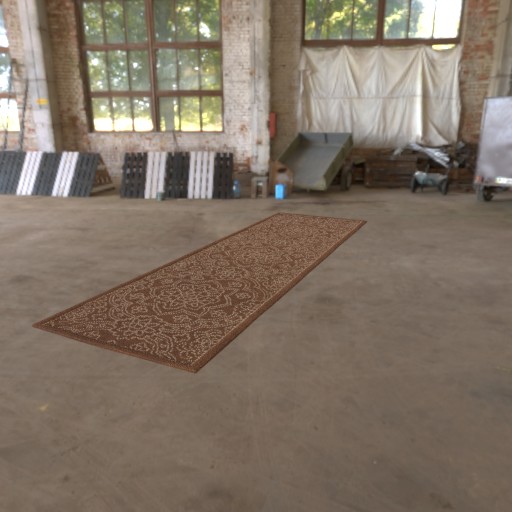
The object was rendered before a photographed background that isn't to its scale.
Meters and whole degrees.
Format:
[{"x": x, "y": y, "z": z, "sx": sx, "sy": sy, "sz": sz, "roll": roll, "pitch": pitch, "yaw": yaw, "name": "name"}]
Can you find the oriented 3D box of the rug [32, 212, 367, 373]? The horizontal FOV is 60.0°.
[{"x": 0.000, "y": 0.000, "z": 2.618, "sx": 0.769, "sy": 0.012, "sz": 2.448, "roll": 8, "pitch": 19, "yaw": 25, "name": "rug"}]
